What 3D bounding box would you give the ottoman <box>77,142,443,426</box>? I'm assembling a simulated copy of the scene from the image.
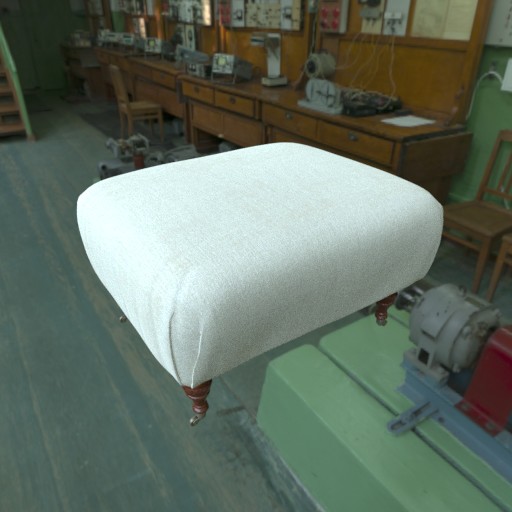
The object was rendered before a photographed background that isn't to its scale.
[{"bbox_3d":[0.000,0.000,1.150,0.747,0.450,0.622,-19,35,-30],"label":"ottoman"}]
